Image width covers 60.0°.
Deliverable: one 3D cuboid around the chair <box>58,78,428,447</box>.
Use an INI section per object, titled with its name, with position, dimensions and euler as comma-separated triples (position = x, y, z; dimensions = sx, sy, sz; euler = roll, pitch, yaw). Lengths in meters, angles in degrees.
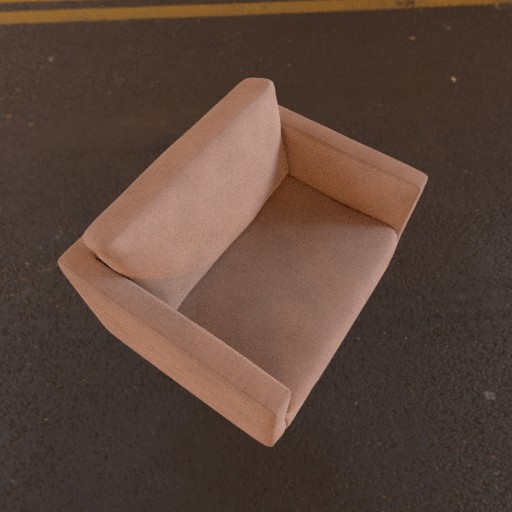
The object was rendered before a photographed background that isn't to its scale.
[chair]
position = 0.000, 0.000, 1.868
dimensions = 0.959, 0.961, 1.133
euler = 31, 64, 17
